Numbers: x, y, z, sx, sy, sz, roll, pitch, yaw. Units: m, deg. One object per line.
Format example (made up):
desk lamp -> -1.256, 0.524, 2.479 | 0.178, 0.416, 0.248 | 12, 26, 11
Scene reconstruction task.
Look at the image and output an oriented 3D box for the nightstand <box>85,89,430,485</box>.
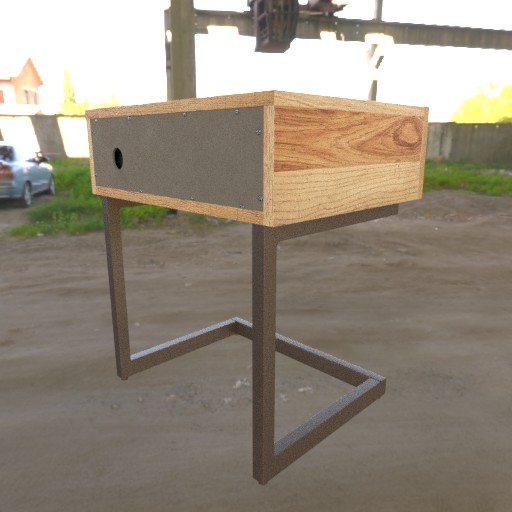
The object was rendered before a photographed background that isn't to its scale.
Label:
nightstand -> 0.000, 0.000, 0.999 | 0.481, 0.632, 0.558 | -14, 20, -43
